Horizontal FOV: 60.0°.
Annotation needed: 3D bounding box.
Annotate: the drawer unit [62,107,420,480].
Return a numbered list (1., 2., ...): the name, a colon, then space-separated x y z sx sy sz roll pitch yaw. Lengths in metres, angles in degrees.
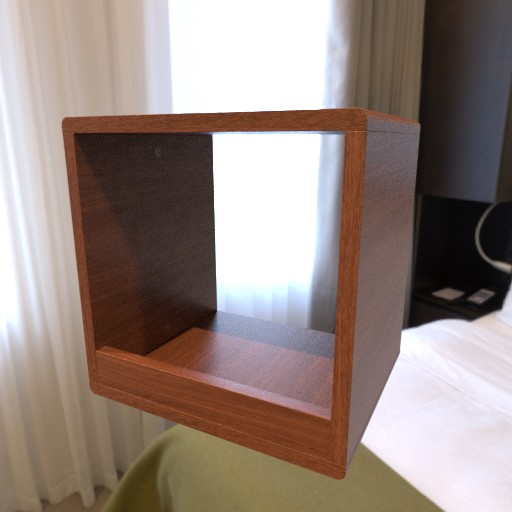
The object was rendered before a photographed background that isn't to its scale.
1. drawer unit: 0.000 0.000 0.594 0.349 0.351 0.290 8 17 27
